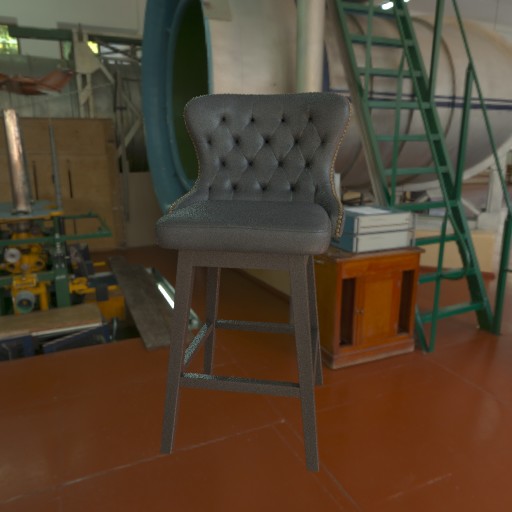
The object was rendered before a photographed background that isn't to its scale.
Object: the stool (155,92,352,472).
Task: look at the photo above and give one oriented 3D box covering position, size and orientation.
[{"bbox_3d":[0.000,0.000,1.327,0.528,0.971,0.593,2,15,9],"label":"stool"}]
